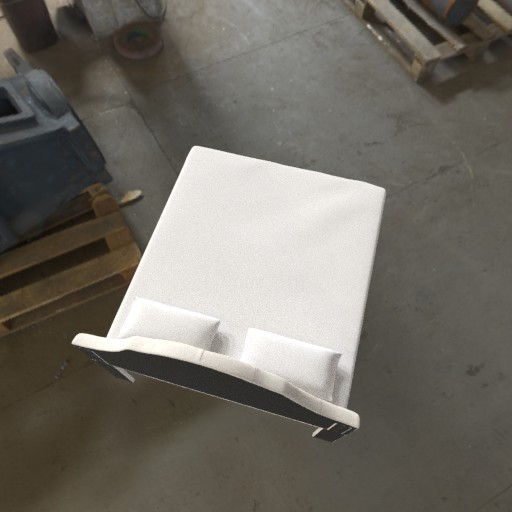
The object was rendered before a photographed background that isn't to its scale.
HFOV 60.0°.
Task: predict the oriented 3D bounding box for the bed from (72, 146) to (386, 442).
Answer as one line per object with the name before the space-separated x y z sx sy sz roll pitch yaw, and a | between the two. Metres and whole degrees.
bed | 0.000 0.000 3.573 2.008 1.615 2.214 14 64 7
